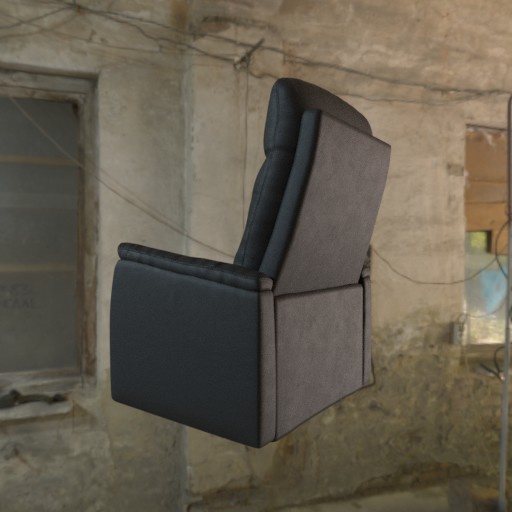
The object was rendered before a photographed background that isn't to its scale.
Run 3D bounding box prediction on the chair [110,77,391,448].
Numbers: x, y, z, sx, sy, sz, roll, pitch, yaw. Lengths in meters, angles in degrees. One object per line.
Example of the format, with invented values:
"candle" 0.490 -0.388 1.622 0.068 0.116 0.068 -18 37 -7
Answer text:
"chair" 0.000 0.000 1.643 0.831 1.082 0.775 1 1 37
